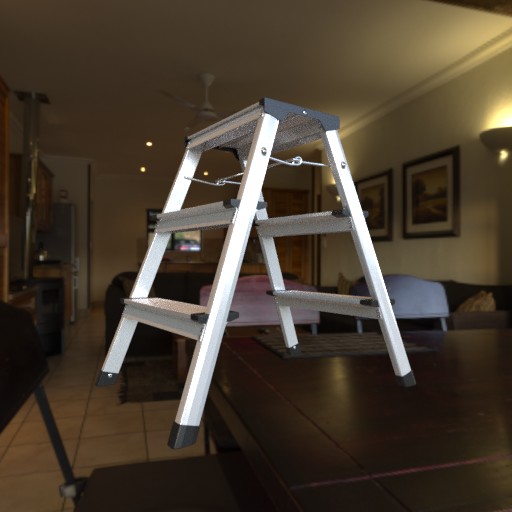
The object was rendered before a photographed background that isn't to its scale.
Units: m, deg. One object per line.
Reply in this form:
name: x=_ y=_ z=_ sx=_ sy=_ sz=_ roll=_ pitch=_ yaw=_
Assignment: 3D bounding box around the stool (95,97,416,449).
stool: x=0.000 y=0.000 z=1.043 sx=0.622 sy=0.605 sz=0.437 roll=0 pitch=0 yaw=-35
